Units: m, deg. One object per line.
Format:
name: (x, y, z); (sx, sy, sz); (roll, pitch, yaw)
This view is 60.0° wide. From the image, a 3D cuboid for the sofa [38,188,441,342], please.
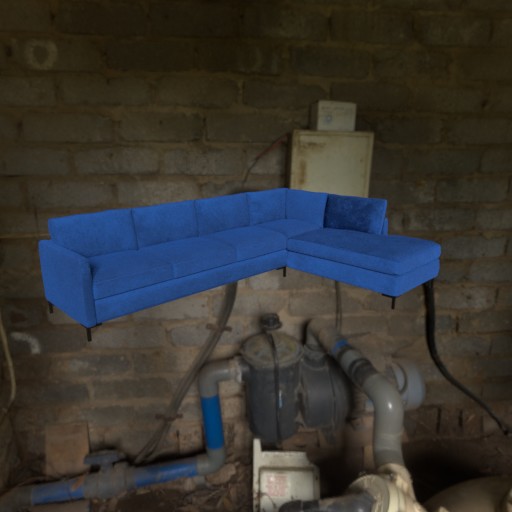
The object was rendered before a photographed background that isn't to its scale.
sofa: (0.000, 0.000, 3.245); (2.486, 0.687, 1.707); (-15, 22, -42)
